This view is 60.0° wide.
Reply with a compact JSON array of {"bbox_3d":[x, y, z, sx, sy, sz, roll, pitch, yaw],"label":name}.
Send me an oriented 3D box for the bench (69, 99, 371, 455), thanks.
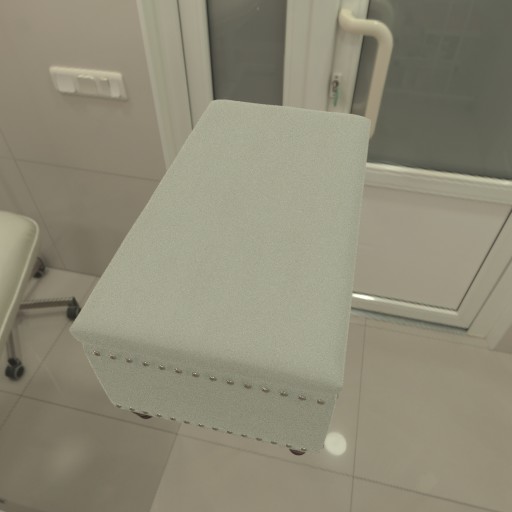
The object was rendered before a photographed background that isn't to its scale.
[{"bbox_3d":[0.000,0.000,1.203,0.500,0.449,0.887,10,47,9],"label":"bench"}]
